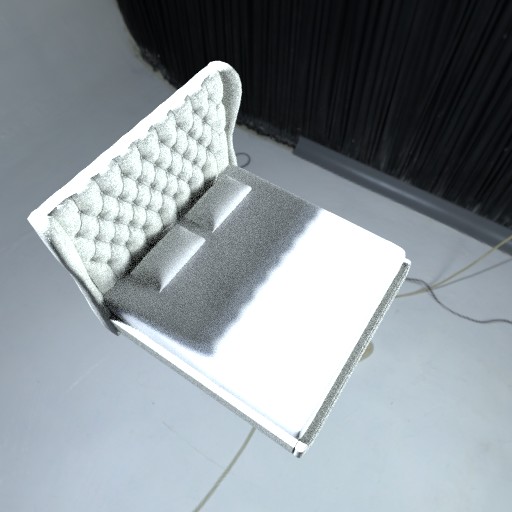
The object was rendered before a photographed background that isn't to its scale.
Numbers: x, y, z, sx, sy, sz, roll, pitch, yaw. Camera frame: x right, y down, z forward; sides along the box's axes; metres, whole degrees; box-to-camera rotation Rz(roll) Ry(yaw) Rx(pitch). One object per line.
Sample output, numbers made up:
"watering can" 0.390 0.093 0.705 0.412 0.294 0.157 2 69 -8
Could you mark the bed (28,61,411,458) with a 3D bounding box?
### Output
"bed" 0.000 0.000 3.858 2.347 1.771 2.219 29 62 17
